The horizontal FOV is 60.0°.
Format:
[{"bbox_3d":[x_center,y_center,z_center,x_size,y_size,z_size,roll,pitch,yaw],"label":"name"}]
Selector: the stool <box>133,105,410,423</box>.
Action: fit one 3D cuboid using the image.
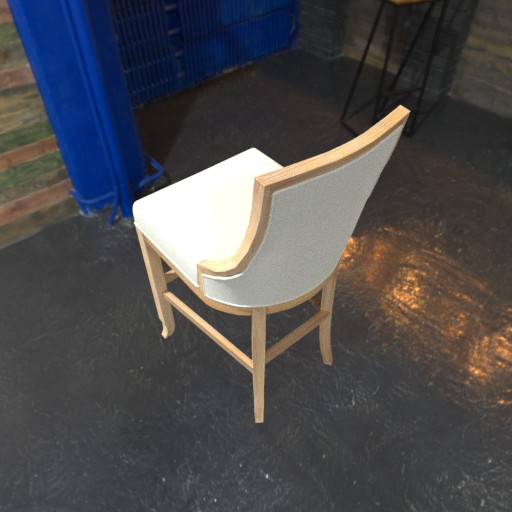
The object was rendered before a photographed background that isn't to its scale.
[{"bbox_3d":[0.000,0.000,1.442,0.524,1.101,0.626,-31,53,-27],"label":"stool"}]
